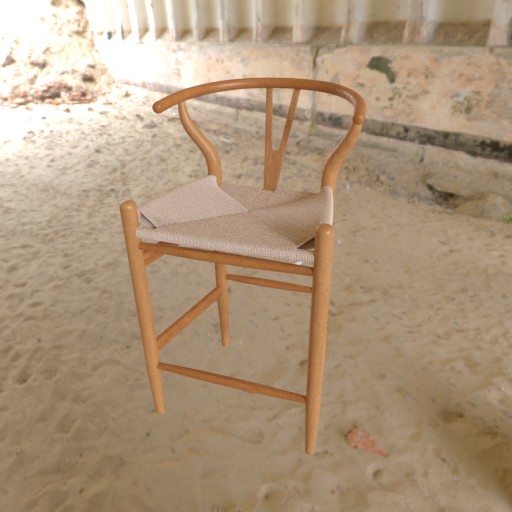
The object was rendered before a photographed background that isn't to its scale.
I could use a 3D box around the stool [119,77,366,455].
[{"bbox_3d":[0.000,0.000,1.355,0.569,0.970,0.579,8,28,16],"label":"stool"}]
